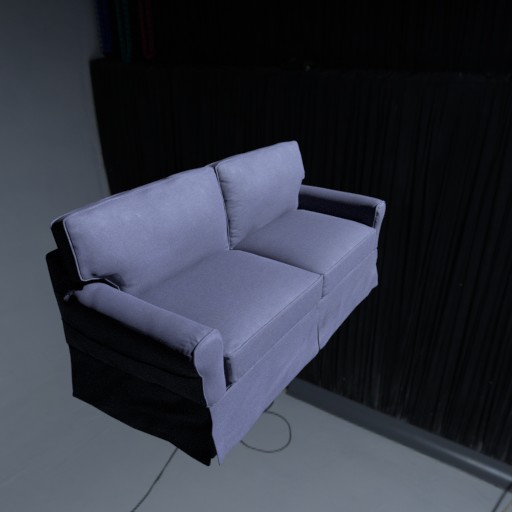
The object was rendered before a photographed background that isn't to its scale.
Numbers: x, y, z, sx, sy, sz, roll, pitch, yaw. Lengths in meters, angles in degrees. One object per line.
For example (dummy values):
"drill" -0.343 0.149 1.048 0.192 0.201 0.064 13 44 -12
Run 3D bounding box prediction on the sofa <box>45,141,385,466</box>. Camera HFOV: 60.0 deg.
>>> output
"sofa" 0.000 0.000 2.822 0.983 1.094 2.256 16 30 30
